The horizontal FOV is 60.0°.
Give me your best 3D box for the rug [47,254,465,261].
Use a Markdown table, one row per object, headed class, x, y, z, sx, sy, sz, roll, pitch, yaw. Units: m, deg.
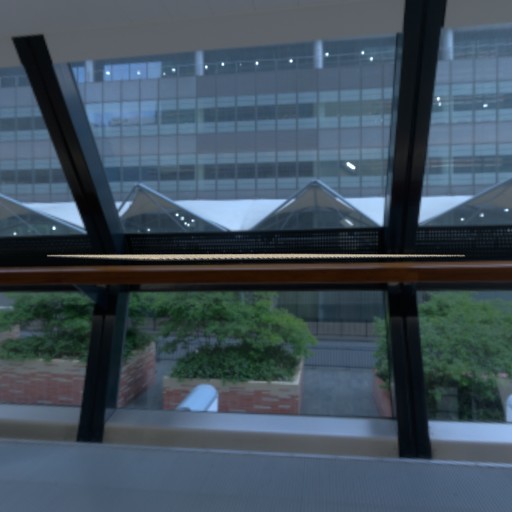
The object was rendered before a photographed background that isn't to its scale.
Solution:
| class | x | y | z | sx | sy | sz | roll | pitch | yaw |
| --- | --- | --- | --- | --- | --- | --- | --- | --- | --- |
| rug | 0.000 | 0.000 | 4.231 | 3.207 | 0.014 | 2.439 | 0 | 1 | -37 |
